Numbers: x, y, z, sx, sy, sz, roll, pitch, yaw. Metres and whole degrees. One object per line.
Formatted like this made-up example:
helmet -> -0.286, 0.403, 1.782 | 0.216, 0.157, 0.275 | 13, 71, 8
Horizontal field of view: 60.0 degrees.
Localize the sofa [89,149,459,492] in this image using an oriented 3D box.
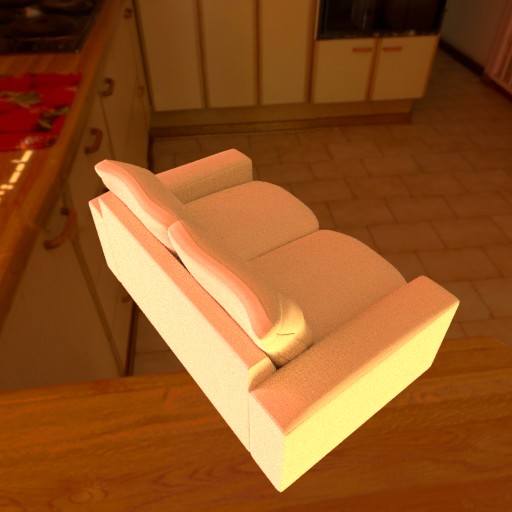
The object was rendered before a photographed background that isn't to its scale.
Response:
sofa -> 0.000, 0.000, 2.332 | 1.091, 0.875, 1.754 | -27, 49, -27
